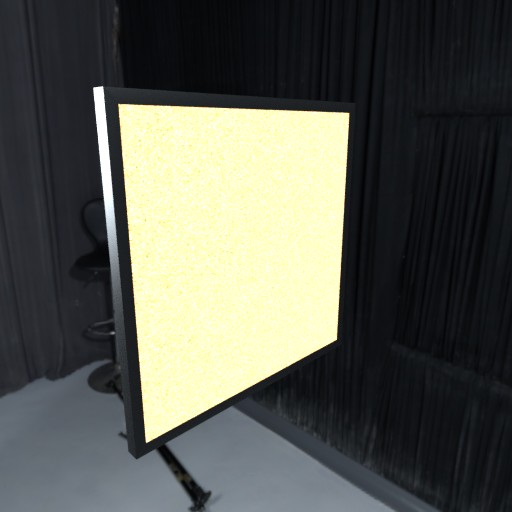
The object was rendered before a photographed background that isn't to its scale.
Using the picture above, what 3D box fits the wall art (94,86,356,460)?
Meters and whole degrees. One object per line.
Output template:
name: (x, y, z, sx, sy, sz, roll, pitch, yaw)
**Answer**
wall art: (0.000, 0.000, 1.118, 0.756, 0.755, 0.036, -15, 22, -42)
